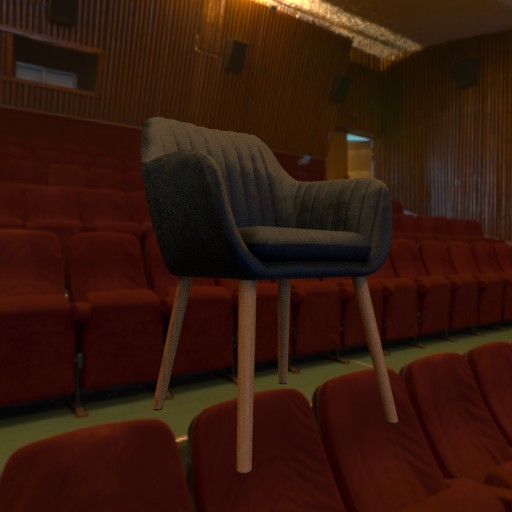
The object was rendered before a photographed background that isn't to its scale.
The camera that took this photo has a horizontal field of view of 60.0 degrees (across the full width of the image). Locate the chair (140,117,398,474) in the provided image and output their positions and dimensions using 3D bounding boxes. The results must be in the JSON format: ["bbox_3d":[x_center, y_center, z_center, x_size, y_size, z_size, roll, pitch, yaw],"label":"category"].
[{"bbox_3d":[0.000,0.000,1.196,0.578,0.826,0.573,0,-1,-35],"label":"chair"}]
